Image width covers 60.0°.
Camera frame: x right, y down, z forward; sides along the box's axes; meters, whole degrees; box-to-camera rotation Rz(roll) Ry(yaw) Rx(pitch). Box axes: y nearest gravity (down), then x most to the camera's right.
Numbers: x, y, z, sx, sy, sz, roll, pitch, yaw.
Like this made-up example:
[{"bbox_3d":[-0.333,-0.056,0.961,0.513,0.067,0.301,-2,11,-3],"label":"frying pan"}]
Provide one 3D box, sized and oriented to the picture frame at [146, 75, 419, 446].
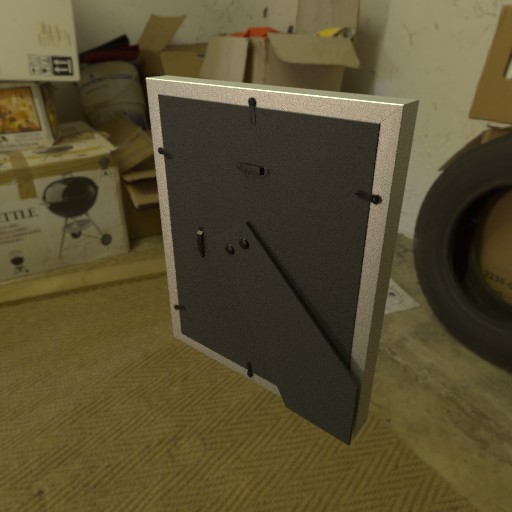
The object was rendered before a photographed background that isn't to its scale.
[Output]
[{"bbox_3d":[0.000,0.000,0.394,0.233,0.282,0.036,20,34,33],"label":"picture frame"}]
